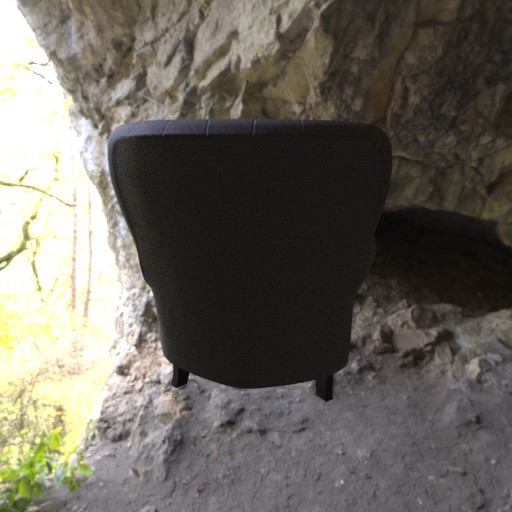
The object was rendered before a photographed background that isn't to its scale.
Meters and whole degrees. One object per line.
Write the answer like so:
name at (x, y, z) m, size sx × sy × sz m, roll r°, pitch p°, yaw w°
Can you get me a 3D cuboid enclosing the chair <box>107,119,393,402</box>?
chair at (0.000, 0.000, 1.787) m, size 0.983 × 1.046 × 0.983 m, roll 3°, pitch 17°, yaw 8°
